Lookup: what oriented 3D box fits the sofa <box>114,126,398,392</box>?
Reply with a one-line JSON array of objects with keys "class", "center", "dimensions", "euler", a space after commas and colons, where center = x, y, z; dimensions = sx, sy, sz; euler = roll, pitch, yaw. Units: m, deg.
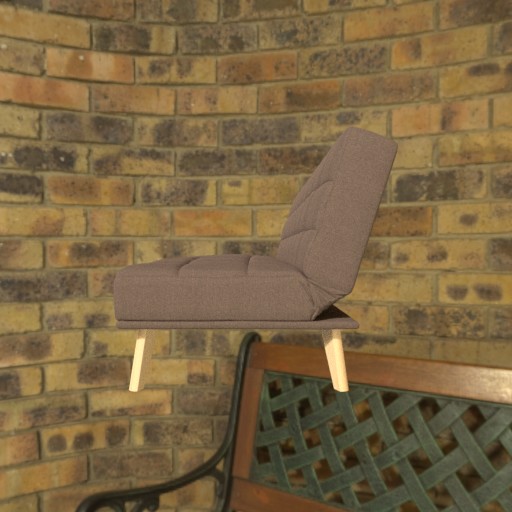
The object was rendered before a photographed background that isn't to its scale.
[{"class": "sofa", "center": [0.000, 0.000, 2.211], "dimensions": [0.860, 0.810, 1.800], "euler": [0, 1, 0]}]
